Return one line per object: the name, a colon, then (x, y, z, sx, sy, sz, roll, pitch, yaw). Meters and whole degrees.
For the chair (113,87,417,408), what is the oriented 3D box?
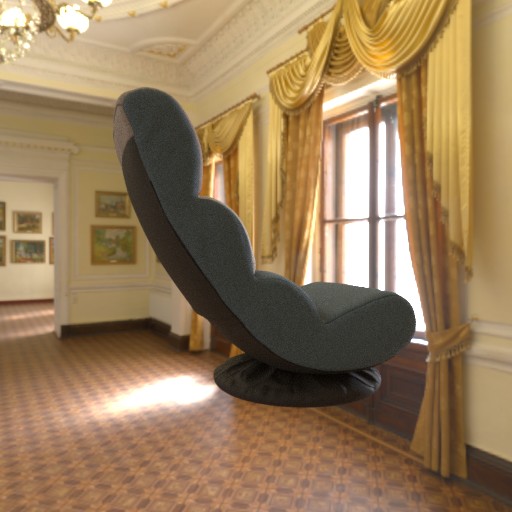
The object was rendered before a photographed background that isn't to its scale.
chair: (0.000, 0.000, 1.080, 0.661, 0.641, 0.420, 0, 1, -19)
